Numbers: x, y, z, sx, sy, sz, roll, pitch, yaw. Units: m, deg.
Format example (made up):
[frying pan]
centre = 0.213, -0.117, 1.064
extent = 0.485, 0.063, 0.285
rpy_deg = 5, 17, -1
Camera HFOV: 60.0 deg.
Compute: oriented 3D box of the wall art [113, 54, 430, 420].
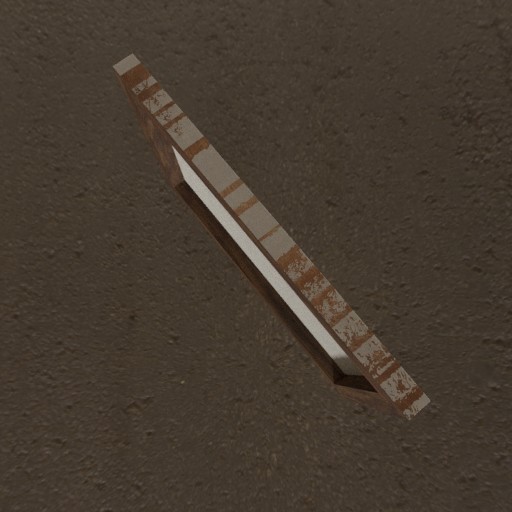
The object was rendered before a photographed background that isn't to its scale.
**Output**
[wall art]
centre = 0.000, 0.000, 0.771
extent = 0.035, 0.405, 0.609
rpy_deg = -38, 79, -9
